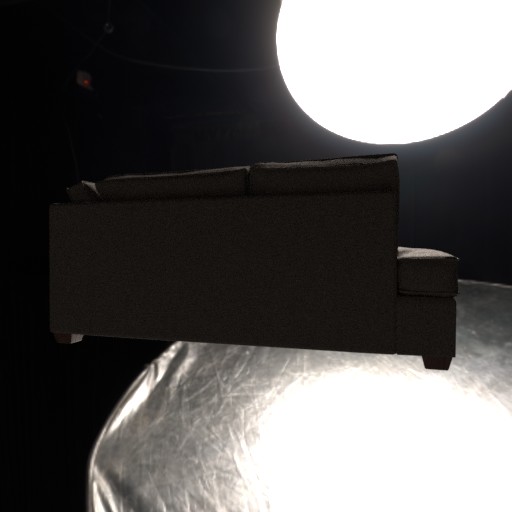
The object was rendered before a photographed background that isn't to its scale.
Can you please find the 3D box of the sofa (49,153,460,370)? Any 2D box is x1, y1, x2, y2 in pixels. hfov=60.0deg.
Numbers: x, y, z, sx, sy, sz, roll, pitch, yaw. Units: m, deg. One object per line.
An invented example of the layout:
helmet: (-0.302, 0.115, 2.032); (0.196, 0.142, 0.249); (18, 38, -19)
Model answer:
sofa: (0.000, 0.000, 2.800); (2.237, 1.033, 1.110); (0, 0, 17)
